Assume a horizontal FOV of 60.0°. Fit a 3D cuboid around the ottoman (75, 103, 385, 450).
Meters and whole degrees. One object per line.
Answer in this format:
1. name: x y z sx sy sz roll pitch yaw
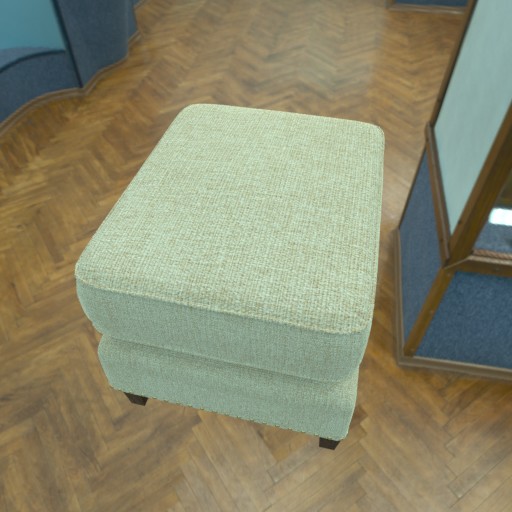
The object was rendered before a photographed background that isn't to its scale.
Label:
1. ottoman: 0.000 0.000 1.159 0.589 0.537 0.738 10 47 9
